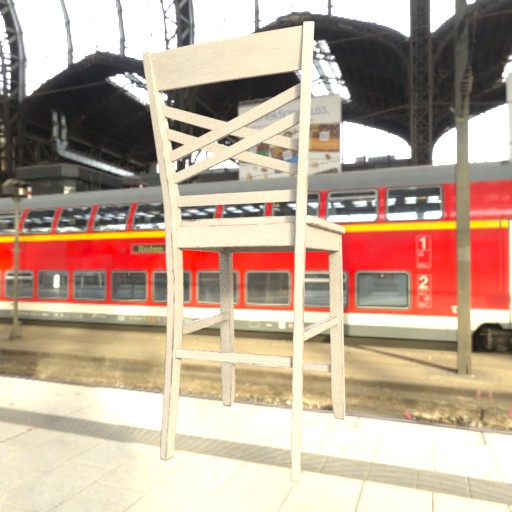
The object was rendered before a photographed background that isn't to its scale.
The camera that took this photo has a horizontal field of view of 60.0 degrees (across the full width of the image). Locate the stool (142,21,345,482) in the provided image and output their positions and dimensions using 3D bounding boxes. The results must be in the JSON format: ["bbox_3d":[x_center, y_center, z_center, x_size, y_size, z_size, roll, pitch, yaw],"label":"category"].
[{"bbox_3d":[0.000,0.000,1.328,0.462,1.079,0.539,0,-1,19],"label":"stool"}]
